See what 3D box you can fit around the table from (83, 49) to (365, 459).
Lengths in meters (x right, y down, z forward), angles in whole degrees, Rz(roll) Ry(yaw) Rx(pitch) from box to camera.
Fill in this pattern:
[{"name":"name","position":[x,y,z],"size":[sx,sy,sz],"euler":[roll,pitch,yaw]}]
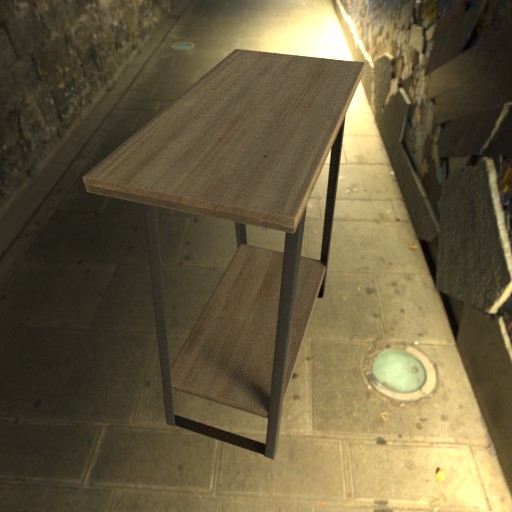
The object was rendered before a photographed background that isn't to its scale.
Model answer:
[{"name":"table","position":[0.000,0.000,1.012],"size":[0.300,0.701,0.599],"euler":[12,43,14]}]
